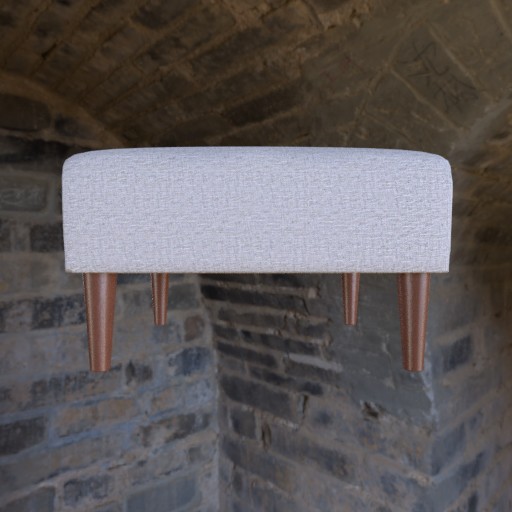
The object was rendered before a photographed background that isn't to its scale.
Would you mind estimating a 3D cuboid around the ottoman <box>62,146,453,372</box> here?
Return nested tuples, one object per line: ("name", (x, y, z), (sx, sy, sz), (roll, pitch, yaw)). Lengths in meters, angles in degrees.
("ottoman", (0.000, 0.000, 1.033), (0.655, 0.399, 0.648), (0, 0, 0))
